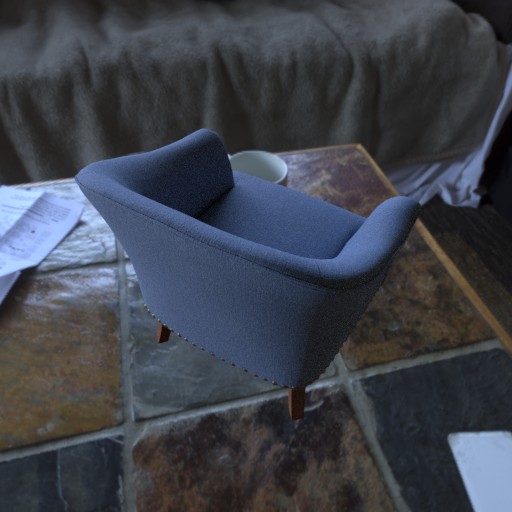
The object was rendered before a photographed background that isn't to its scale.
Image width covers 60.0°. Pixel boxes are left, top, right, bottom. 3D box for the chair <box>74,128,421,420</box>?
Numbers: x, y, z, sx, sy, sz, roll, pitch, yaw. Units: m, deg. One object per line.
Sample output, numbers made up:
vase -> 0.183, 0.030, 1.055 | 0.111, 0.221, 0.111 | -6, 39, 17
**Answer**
chair -> 0.000, 0.000, 1.372 | 0.798, 0.815, 0.704 | 24, 51, 21
